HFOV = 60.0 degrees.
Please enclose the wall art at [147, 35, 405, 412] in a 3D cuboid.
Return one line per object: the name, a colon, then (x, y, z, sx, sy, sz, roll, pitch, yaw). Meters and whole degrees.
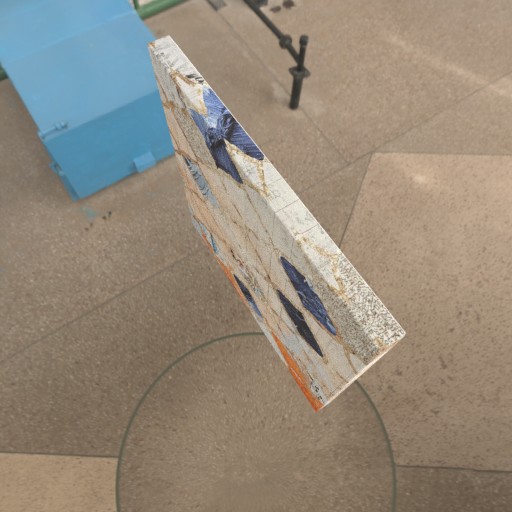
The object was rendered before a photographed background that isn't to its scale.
wall art: (0.000, 0.000, 0.751, 0.038, 0.508, 0.507, -30, 68, -13)
